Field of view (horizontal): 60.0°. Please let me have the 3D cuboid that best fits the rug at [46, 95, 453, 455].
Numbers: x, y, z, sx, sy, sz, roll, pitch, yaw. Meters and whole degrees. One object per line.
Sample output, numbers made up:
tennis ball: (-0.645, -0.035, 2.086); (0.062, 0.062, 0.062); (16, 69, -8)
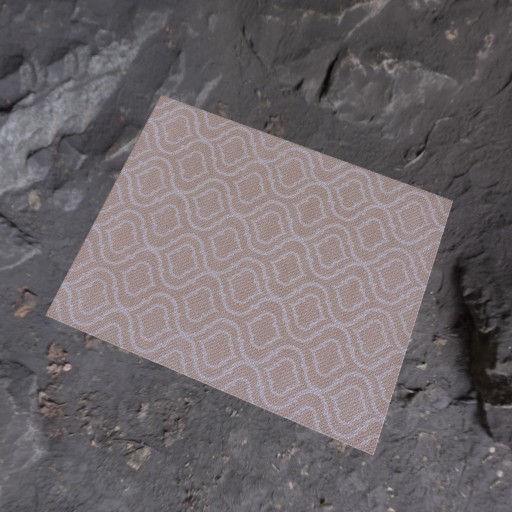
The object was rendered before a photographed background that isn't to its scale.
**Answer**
rug: (0.000, 0.000, 3.856); (2.894, 0.013, 2.286); (21, 76, 5)
